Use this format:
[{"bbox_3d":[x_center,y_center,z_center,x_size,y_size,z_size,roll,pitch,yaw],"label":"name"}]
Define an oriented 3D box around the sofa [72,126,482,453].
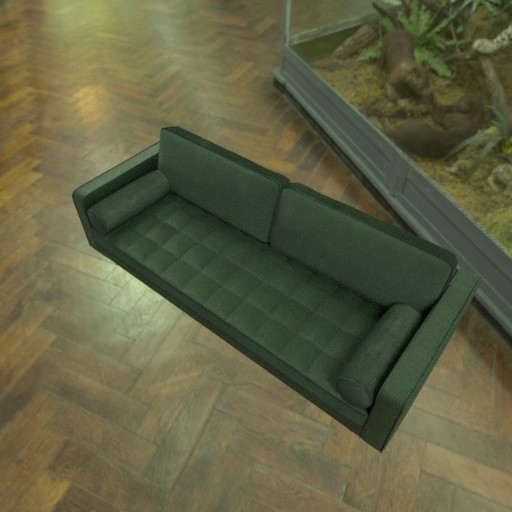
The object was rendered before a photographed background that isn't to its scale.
[{"bbox_3d":[0.000,0.000,2.572,2.199,0.769,0.918,30,53,26],"label":"sofa"}]
